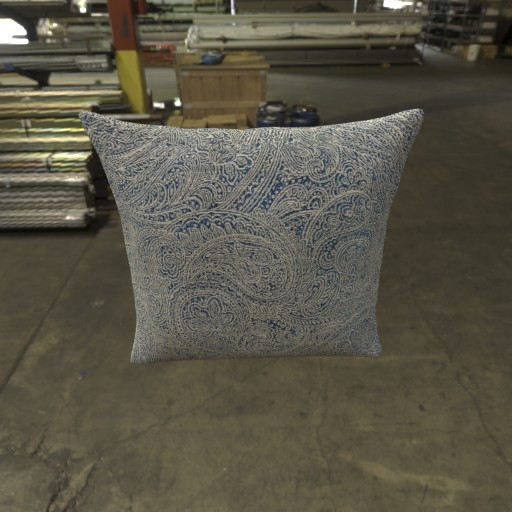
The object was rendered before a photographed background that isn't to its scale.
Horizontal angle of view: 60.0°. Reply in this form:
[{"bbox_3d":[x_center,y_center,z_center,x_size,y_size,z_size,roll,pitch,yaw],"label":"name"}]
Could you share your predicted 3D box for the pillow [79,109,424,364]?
[{"bbox_3d":[0.000,0.000,0.793,0.523,0.510,0.166,-1,31,-2],"label":"pillow"}]
